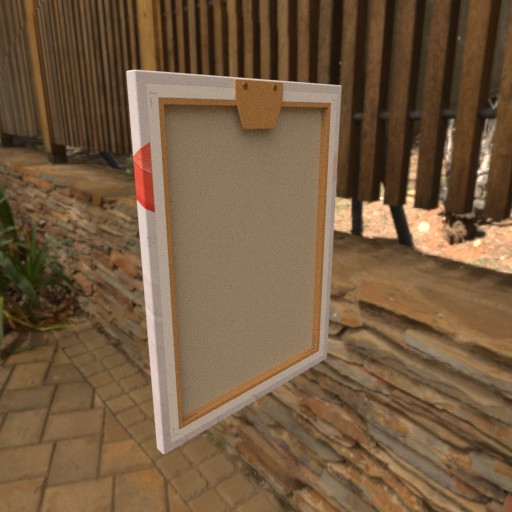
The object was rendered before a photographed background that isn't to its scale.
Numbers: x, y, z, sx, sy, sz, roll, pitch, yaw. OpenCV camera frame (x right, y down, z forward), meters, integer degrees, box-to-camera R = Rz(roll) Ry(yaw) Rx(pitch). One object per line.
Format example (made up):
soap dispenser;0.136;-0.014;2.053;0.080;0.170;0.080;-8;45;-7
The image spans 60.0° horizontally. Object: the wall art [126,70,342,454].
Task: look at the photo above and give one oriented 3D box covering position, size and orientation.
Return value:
wall art;0.000;0.000;1.368;0.759;1.014;0.045;-16;24;-42
